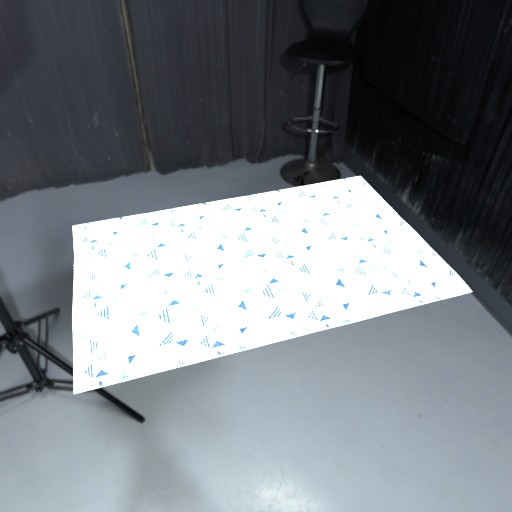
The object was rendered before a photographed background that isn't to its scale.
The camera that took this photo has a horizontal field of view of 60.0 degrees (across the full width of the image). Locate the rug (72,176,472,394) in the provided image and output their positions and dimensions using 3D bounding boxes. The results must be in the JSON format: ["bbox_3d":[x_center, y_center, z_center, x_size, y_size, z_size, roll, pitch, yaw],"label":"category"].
[{"bbox_3d":[0.000,0.000,3.108,2.457,0.009,1.512,-12,42,-13],"label":"rug"}]
